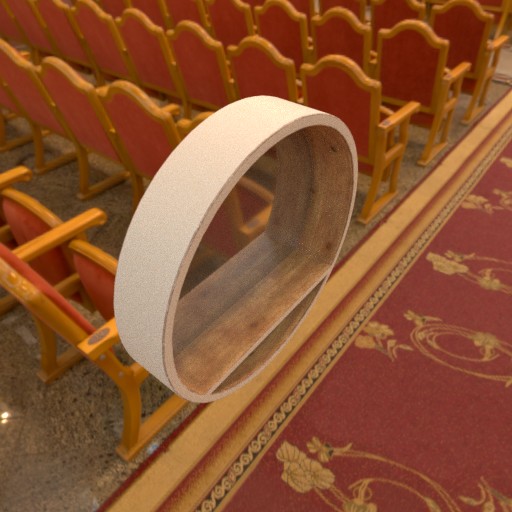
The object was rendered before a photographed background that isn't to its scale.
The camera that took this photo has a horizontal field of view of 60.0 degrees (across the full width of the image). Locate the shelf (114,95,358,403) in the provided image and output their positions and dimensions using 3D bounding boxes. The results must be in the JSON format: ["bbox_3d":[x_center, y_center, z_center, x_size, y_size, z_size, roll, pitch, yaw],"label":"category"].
[{"bbox_3d":[0.000,0.000,1.205,0.158,0.807,0.806,28,49,28],"label":"shelf"}]
